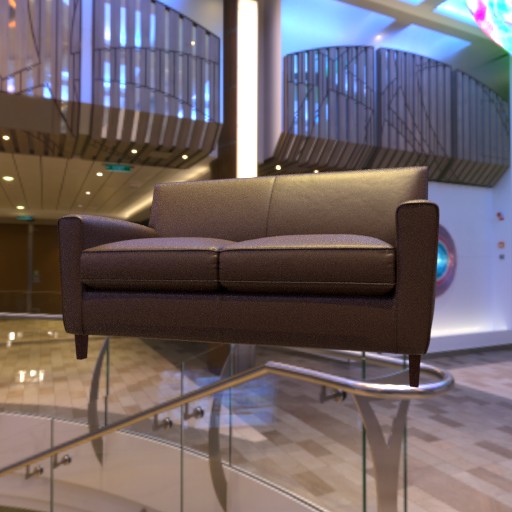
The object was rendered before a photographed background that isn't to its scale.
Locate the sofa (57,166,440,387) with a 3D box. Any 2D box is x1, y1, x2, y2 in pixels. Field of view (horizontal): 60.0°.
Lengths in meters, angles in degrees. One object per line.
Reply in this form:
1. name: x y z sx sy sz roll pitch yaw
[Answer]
1. sofa: 0.000 0.000 1.966 1.468 0.859 0.853 0 -1 18
